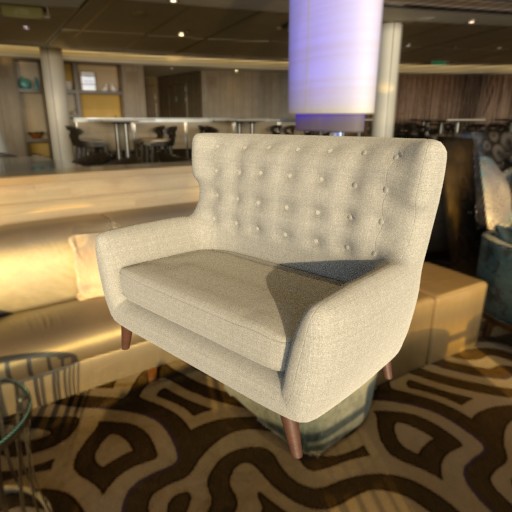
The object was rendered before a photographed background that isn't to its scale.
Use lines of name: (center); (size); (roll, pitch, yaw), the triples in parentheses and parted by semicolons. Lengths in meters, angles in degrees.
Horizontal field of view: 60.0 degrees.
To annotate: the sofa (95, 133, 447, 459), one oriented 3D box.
sofa: (0.000, 0.000, 1.978); (1.386, 1.028, 0.884); (15, 23, 41)
